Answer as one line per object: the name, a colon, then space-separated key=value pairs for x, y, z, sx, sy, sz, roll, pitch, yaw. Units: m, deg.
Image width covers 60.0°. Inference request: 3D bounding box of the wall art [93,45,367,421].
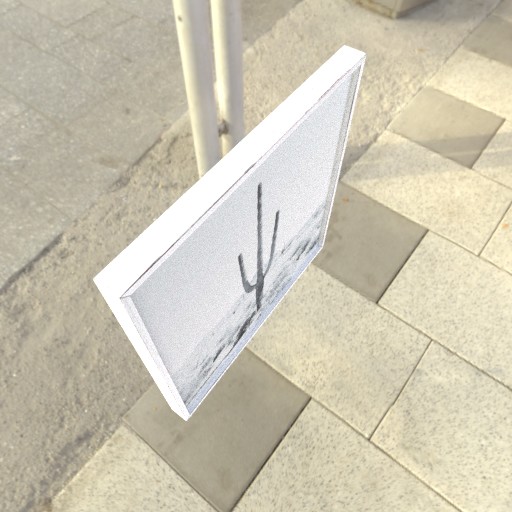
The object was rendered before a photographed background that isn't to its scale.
wall art: x=0.000 y=0.000 z=0.766 sx=0.038 sy=0.508 sz=0.508 roll=31 pitch=62 yaw=19
